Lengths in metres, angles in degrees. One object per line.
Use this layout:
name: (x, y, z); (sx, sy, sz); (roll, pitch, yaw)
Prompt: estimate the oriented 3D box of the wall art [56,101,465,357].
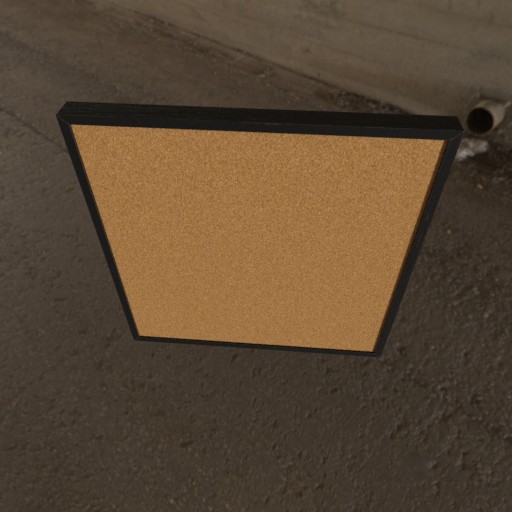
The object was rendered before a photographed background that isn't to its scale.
wall art: (0.000, 0.000, 0.739); (0.506, 0.506, 0.036); (3, 46, 3)
